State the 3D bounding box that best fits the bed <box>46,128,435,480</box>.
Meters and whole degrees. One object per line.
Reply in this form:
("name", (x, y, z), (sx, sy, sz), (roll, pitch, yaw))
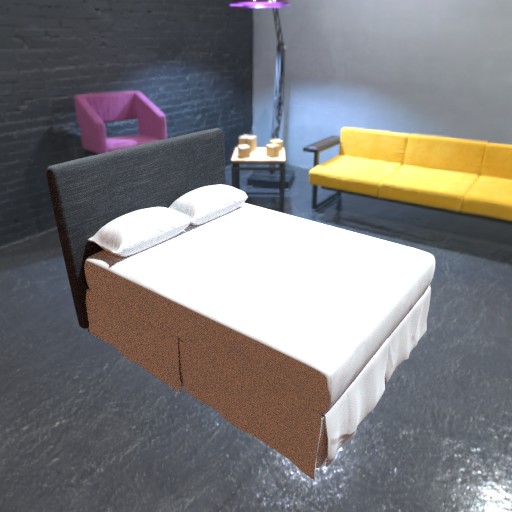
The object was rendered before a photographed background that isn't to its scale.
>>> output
("bed", (0.000, 0.000, 3.145), (2.142, 1.330, 1.723), (19, 32, 33))
